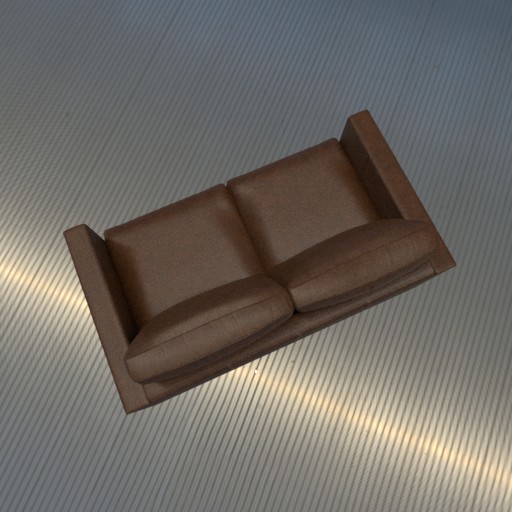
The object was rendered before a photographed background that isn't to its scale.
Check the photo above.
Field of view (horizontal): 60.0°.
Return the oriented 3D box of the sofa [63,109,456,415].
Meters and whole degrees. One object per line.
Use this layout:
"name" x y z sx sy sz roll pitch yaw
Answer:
"sofa" 0.000 0.000 2.212 1.578 0.951 0.909 -23 77 -6
